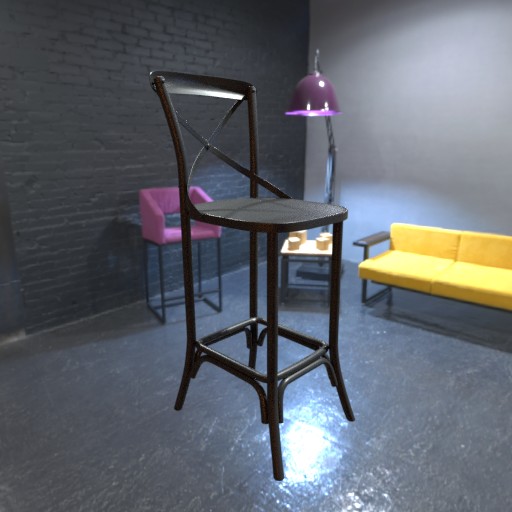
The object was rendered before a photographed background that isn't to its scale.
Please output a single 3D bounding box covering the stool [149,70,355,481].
[{"bbox_3d":[0.000,0.000,1.465,0.584,1.168,0.457,14,21,42],"label":"stool"}]
